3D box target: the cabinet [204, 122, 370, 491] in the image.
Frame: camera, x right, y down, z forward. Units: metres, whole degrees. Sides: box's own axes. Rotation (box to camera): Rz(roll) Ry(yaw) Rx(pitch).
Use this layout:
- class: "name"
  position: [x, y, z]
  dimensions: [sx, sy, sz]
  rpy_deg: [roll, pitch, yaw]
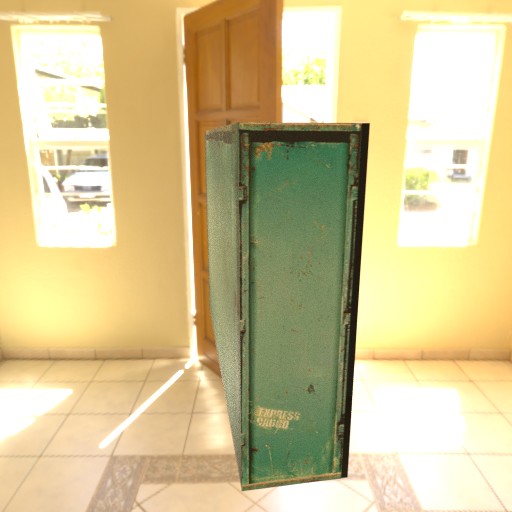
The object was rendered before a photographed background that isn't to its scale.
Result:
- class: "cabinet"
  position: [0.000, 0.000, 3.916]
  dimensions: [0.680, 2.160, 3.001]
  rpy_deg: [-2, 15, -9]
